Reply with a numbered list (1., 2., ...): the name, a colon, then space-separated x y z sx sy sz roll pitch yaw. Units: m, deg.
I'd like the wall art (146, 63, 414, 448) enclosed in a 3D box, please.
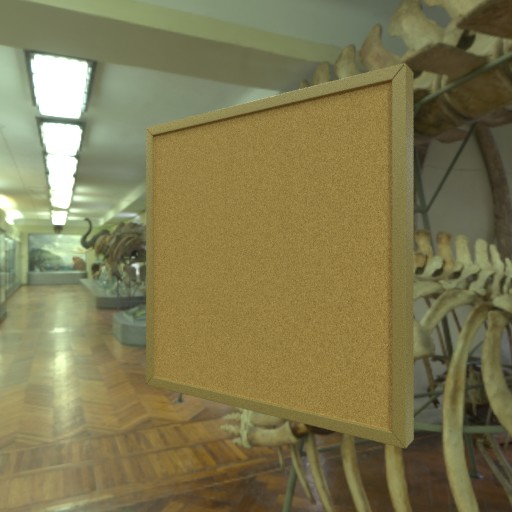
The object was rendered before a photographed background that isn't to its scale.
1. wall art: 0.000 0.000 0.745 0.509 0.509 0.036 0 0 35
